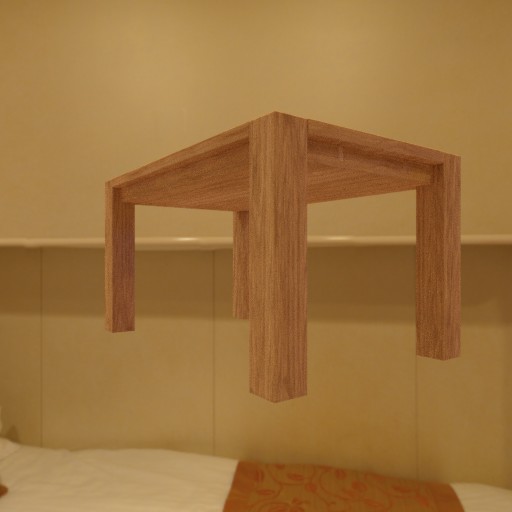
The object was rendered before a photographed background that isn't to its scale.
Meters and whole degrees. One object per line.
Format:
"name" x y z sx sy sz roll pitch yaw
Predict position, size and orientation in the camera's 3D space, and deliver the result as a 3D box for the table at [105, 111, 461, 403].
"table" 0.000 0.000 1.977 0.900 0.760 1.400 0 0 -36
